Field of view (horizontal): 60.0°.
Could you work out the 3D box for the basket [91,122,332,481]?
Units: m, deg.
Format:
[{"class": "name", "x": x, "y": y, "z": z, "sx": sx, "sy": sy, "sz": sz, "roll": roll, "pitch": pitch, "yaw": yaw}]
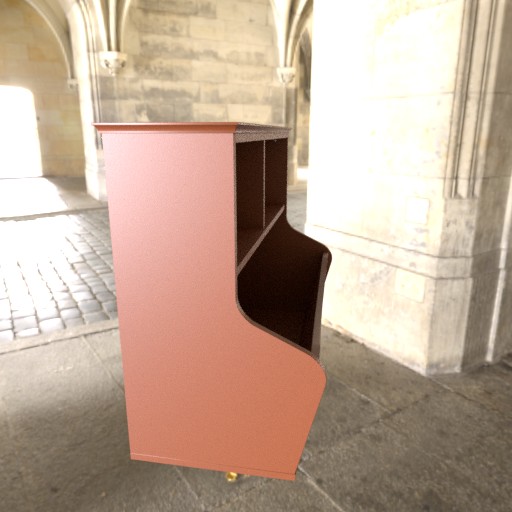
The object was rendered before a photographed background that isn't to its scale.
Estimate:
[{"class": "basket", "x": 0.000, "y": 0.000, "z": 1.109, "sx": 0.376, "sy": 0.625, "sz": 0.792, "roll": 3, "pitch": 16, "yaw": 10}]
